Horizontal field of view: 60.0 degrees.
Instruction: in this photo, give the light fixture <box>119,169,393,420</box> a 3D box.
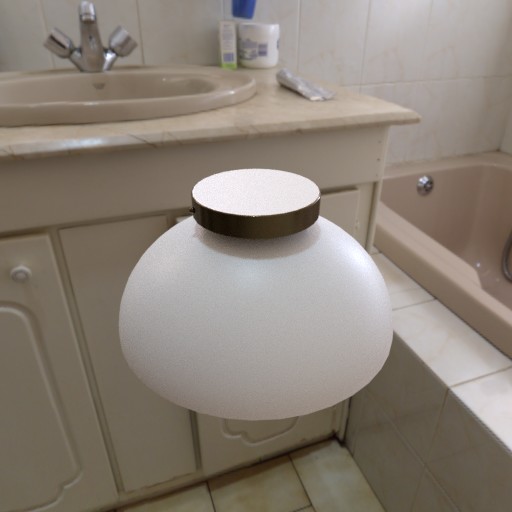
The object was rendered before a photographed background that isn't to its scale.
[{"bbox_3d":[0.000,0.000,0.553,0.355,0.177,0.355,0,30,0],"label":"light fixture"}]
